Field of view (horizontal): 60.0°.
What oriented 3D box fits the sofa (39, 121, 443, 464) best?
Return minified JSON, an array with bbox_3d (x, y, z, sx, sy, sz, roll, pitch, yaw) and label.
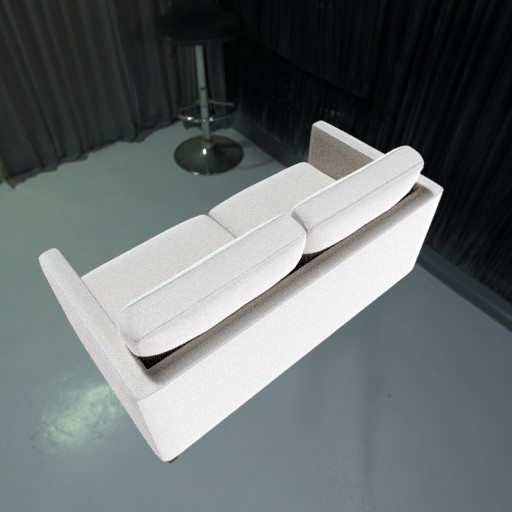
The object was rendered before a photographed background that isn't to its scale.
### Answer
[{"bbox_3d":[0.000,0.000,2.185,1.722,0.888,0.873,-32,54,-26],"label":"sofa"}]
